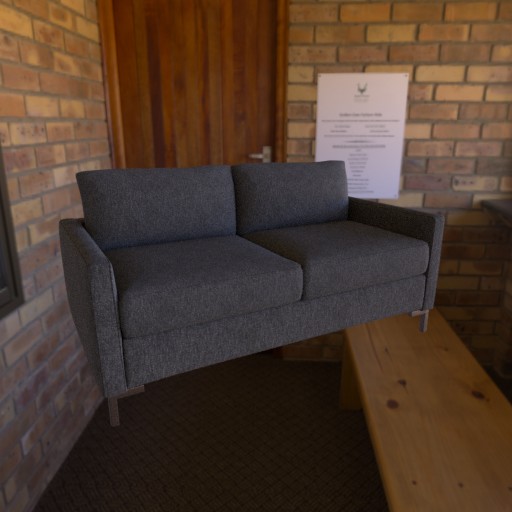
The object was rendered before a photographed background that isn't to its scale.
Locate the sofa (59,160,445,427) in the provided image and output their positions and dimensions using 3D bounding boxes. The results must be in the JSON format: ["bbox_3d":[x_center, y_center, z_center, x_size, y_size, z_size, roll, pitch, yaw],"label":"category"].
[{"bbox_3d":[0.000,0.000,2.201,1.716,0.862,0.866,-9,19,-27],"label":"sofa"}]
